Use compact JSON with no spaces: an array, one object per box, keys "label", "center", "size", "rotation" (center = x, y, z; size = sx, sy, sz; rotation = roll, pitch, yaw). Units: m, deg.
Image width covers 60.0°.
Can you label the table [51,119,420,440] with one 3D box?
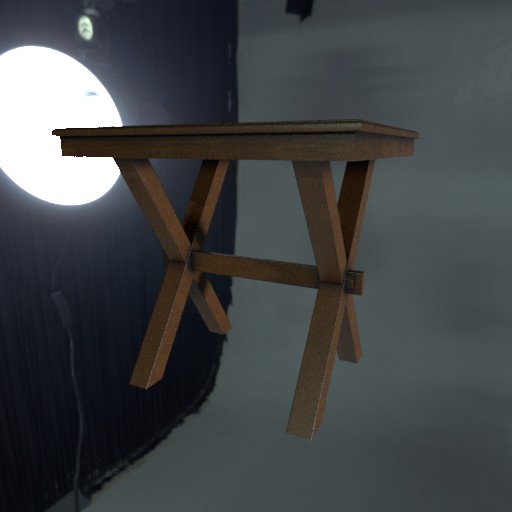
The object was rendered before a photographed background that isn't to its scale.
[{"label":"table","center":[0.000,0.000,1.028],"size":[0.602,0.562,0.560],"rotation":[7,15,26]}]
